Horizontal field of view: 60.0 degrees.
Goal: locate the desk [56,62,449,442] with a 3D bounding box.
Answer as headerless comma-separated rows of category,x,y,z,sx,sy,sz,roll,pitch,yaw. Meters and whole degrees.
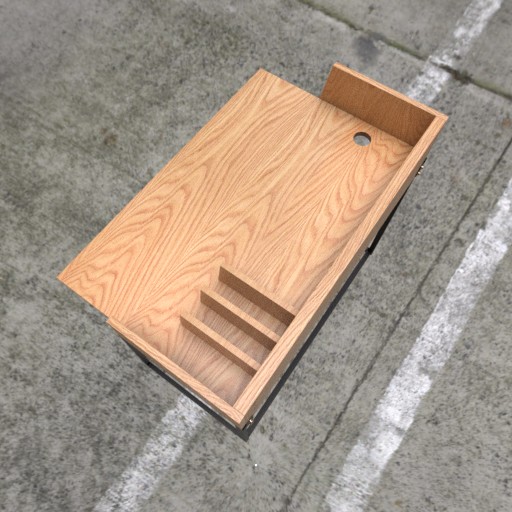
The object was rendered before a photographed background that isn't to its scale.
desk,0.000,0.000,1.857,0.769,1.061,1.191,33,69,14
